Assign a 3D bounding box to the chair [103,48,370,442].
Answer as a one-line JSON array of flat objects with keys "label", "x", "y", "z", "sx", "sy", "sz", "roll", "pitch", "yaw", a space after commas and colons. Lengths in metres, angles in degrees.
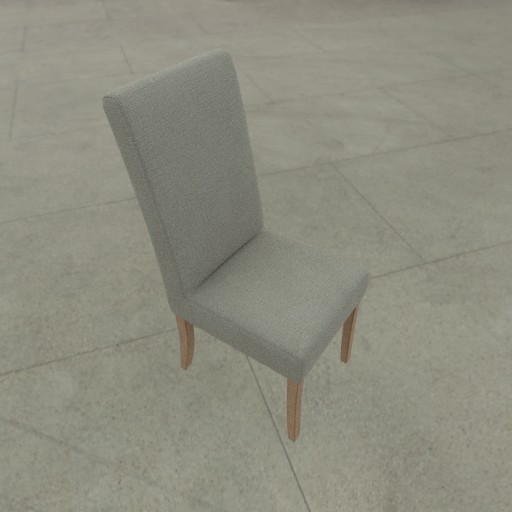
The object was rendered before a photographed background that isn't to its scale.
[{"label": "chair", "x": 0.000, "y": 0.000, "z": 1.378, "sx": 0.611, "sy": 1.033, "sz": 0.450, "roll": 25, "pitch": 47, "yaw": 26}]
